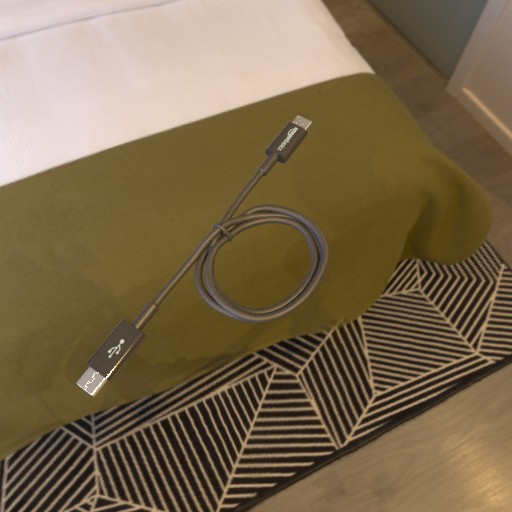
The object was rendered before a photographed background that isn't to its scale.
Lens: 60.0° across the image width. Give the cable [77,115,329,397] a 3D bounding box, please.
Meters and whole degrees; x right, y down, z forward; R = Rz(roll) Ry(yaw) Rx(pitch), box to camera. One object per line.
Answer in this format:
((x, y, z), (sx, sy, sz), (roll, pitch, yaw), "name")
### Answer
((0.000, 0.000, 0.223), (0.070, 0.014, 0.192), (30, 67, 15), "cable")
